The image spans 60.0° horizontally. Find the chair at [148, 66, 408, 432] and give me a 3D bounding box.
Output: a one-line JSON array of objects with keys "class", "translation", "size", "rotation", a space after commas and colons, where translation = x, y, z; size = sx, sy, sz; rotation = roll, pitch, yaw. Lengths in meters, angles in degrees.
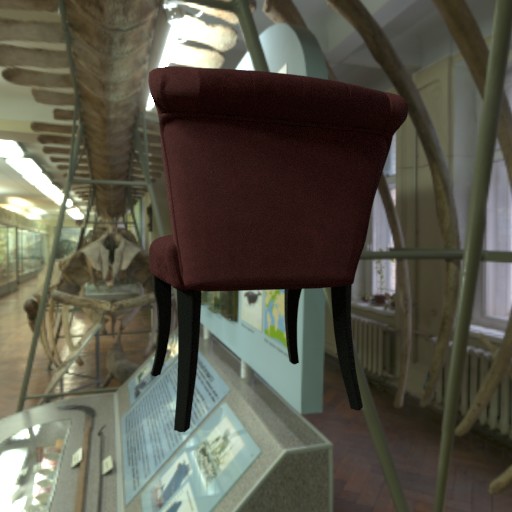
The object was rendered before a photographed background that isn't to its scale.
[{"class": "chair", "translation": [0.000, 0.000, 1.163], "size": [0.582, 0.750, 0.605], "rotation": [0, 1, -18]}]
